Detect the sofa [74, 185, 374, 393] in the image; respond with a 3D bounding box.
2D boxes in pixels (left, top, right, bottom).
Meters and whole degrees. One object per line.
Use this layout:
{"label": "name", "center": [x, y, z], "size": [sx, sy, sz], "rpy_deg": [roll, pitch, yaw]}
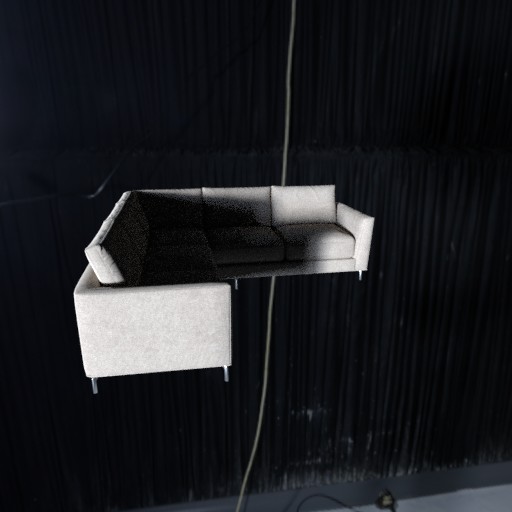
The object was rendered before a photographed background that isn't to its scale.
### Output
{"label": "sofa", "center": [0.000, 0.000, 3.718], "size": [2.438, 0.864, 2.438], "rpy_deg": [-3, 17, -10]}
